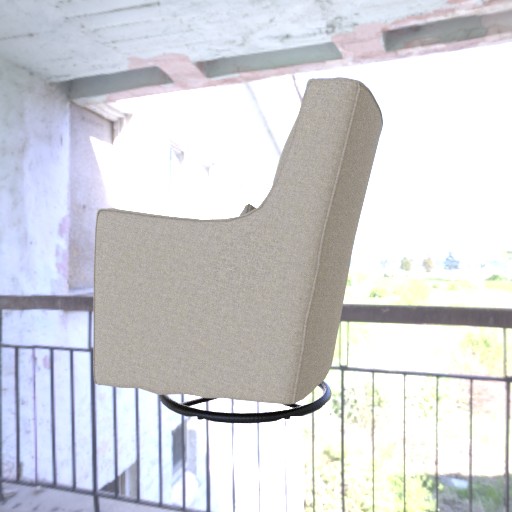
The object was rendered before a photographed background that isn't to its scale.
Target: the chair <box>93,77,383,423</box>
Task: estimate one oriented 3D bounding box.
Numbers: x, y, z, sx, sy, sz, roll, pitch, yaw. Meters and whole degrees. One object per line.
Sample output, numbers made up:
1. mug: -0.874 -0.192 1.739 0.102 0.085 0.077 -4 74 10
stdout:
1. chair: 0.000 0.000 1.595 0.879 0.993 0.732 0 0 18
